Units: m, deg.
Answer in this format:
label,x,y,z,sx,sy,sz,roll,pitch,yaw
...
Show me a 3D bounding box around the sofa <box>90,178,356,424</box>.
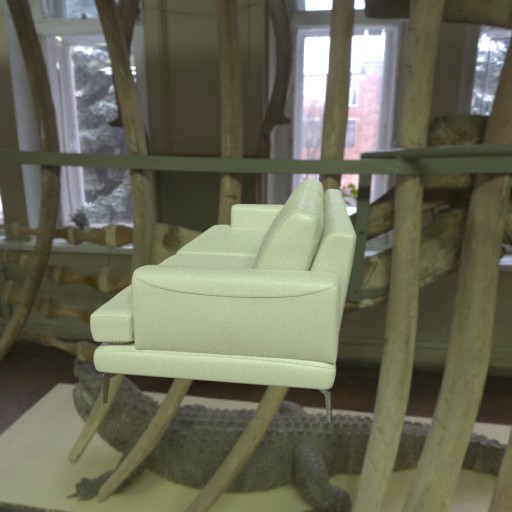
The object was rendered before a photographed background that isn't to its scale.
label,x,y,z,sx,sy,sz,roll,pitch,yaw
sofa,0.000,0.000,2.479,0.974,0.765,1.940,2,14,8
